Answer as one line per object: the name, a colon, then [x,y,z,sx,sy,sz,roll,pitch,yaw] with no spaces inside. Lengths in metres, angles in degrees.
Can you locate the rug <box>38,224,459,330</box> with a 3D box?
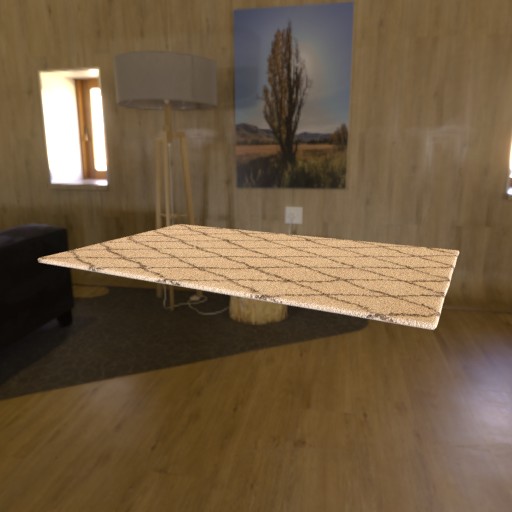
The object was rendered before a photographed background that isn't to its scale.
rug: [0.000,0.000,3.006,2.438,0.030,1.524,7,15,26]
